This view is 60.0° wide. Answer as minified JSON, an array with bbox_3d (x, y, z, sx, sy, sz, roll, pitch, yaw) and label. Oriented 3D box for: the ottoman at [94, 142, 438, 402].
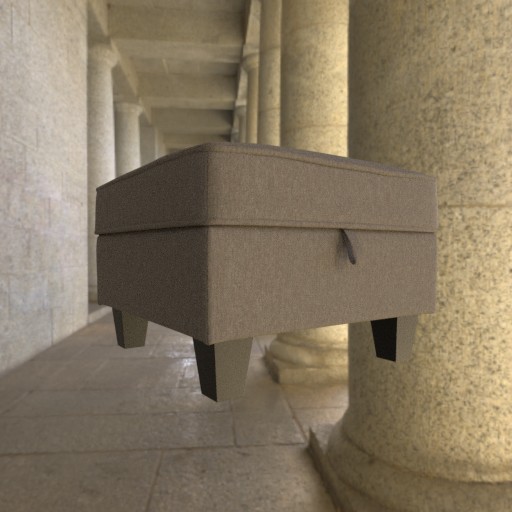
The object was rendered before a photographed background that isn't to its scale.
[{"bbox_3d":[0.000,0.000,1.407,0.808,0.612,0.871,-1,1,-35],"label":"ottoman"}]
